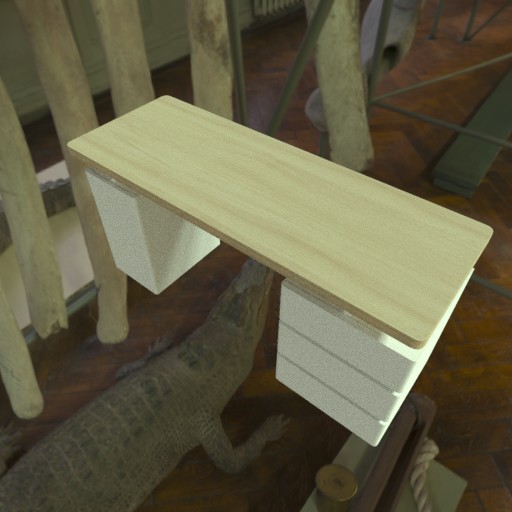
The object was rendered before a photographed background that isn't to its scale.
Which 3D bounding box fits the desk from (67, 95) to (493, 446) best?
[{"bbox_3d":[0.000,0.000,1.846,1.500,0.755,0.550,29,52,26],"label":"desk"}]
